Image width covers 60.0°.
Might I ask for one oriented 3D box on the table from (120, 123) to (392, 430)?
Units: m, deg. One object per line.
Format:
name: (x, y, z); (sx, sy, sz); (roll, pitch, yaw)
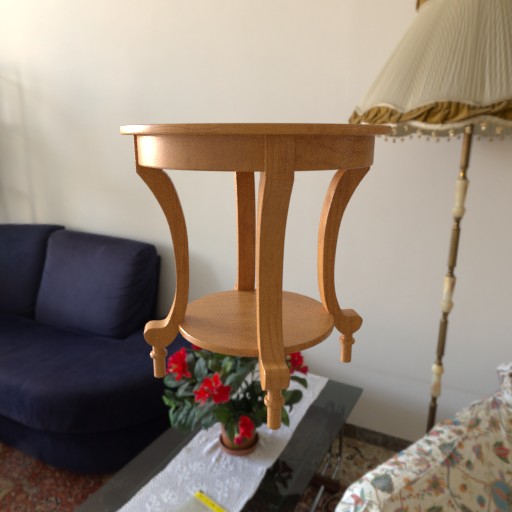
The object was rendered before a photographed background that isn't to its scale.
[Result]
table: (0.000, 0.000, 1.094); (0.597, 0.612, 0.597); (0, 15, 0)
